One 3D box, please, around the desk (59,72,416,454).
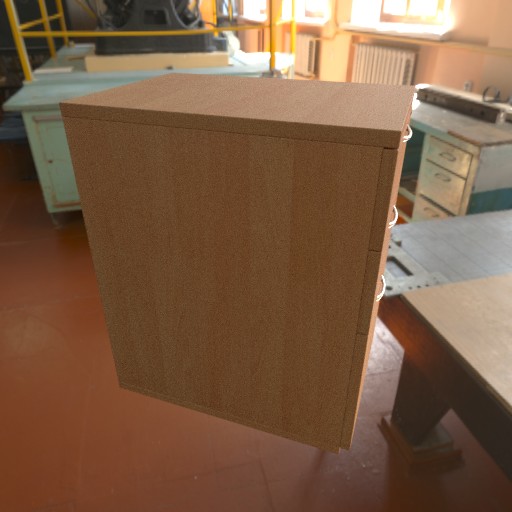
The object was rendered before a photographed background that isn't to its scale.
[{"bbox_3d":[0.000,0.000,1.045,0.600,0.730,0.404,10,31,17],"label":"desk"}]
